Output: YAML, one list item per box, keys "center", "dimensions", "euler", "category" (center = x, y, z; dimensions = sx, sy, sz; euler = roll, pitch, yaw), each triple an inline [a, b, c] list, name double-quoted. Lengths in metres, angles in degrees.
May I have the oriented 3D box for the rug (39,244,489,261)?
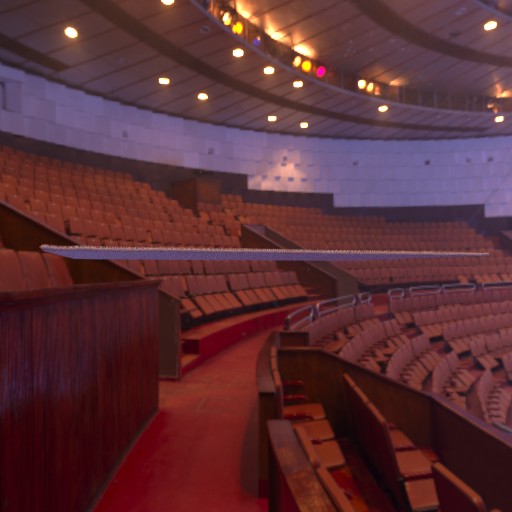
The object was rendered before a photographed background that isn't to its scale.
- center: [0.000, 0.000, 2.998]
  dimensions: [2.438, 0.034, 1.521]
  euler: [1, -2, -17]
  category: "rug"
